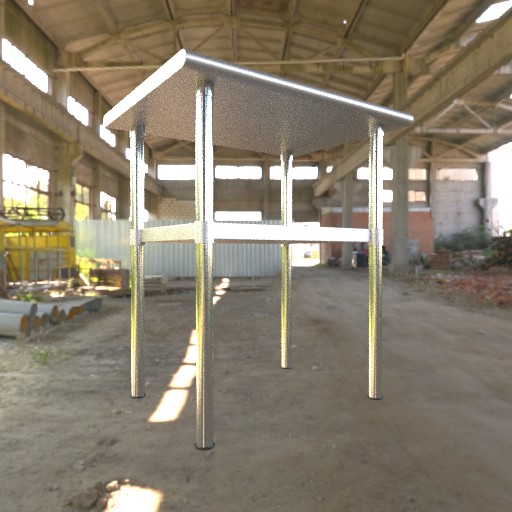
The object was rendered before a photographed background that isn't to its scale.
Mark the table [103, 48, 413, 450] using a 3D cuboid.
[{"bbox_3d":[0.000,0.000,1.374,0.762,0.876,0.584,0,1,-35],"label":"table"}]
